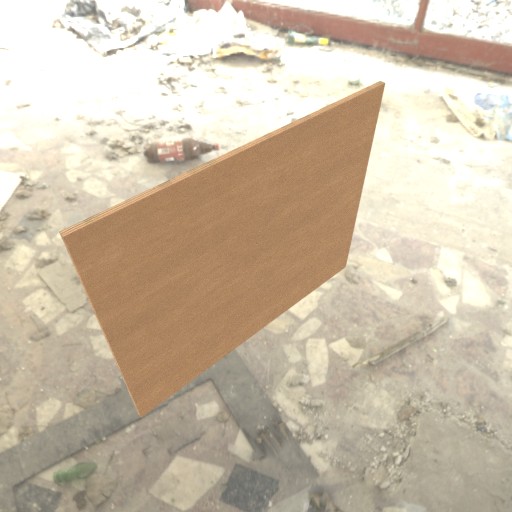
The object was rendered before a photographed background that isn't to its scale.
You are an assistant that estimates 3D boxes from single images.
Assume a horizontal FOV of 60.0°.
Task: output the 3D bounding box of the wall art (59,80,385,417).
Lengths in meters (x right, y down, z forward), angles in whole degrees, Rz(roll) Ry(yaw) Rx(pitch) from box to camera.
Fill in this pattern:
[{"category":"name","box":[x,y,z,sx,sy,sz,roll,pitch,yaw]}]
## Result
[{"category":"wall art","box":[0.000,0.000,0.697,0.508,0.408,0.010,-32,54,-27]}]
